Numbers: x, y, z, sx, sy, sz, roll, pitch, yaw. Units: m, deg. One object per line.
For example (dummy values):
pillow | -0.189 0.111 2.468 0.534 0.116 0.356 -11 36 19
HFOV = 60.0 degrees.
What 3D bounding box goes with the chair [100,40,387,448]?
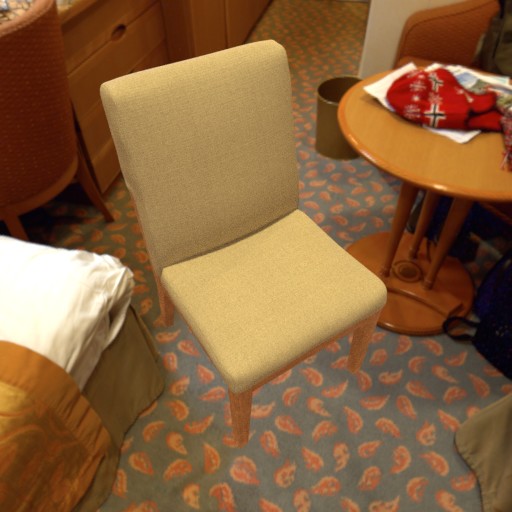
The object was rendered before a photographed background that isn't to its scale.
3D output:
chair | 0.000 0.000 1.238 0.507 0.911 0.586 -25 52 -22
